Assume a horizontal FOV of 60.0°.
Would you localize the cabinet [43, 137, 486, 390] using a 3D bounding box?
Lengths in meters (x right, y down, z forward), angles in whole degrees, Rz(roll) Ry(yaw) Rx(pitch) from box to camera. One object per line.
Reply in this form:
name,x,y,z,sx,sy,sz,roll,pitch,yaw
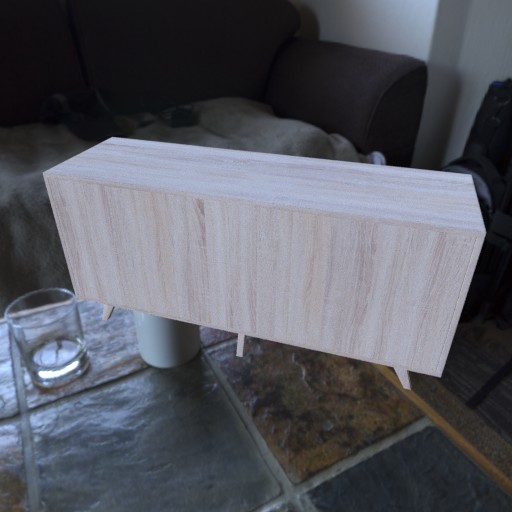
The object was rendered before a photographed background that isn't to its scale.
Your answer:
cabinet,0.000,0.000,1.987,1.650,0.780,0.500,10,33,15
